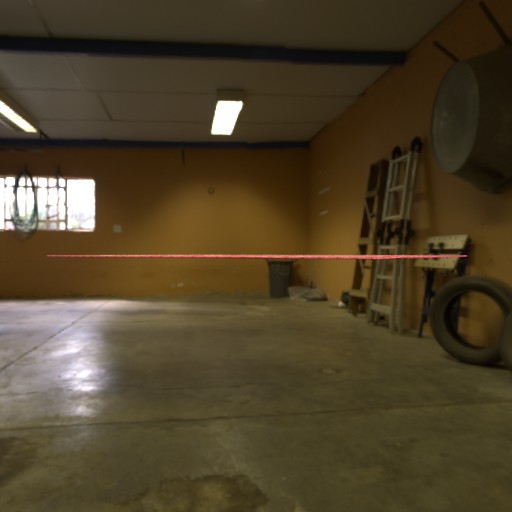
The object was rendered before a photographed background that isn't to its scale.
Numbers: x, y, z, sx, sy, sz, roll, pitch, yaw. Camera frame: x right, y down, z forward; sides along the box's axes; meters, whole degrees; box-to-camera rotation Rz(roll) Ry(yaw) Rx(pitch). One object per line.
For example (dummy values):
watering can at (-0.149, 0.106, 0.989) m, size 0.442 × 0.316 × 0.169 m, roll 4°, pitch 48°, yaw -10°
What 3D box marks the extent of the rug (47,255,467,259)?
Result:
rug at (0.000, 0.000, 2.839) m, size 2.184 × 0.007 × 1.579 m, roll 0°, pitch 0°, yaw 36°
